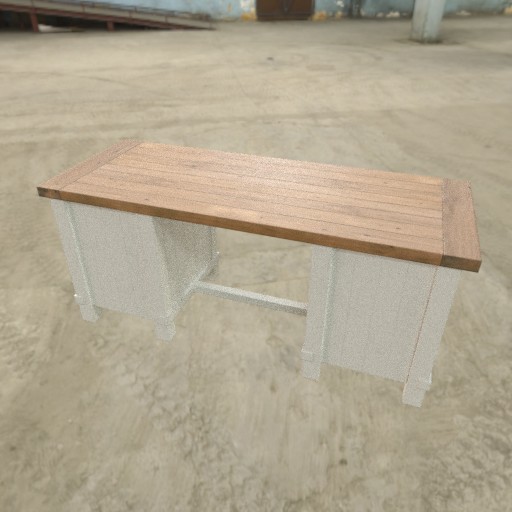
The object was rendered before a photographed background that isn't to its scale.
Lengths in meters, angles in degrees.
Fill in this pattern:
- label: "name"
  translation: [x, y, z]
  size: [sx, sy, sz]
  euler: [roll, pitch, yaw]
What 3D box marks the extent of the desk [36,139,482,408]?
- label: "desk"
  translation: [0.000, 0.000, 2.176]
  size: [1.803, 0.760, 0.688]
  euler: [11, 34, 16]
